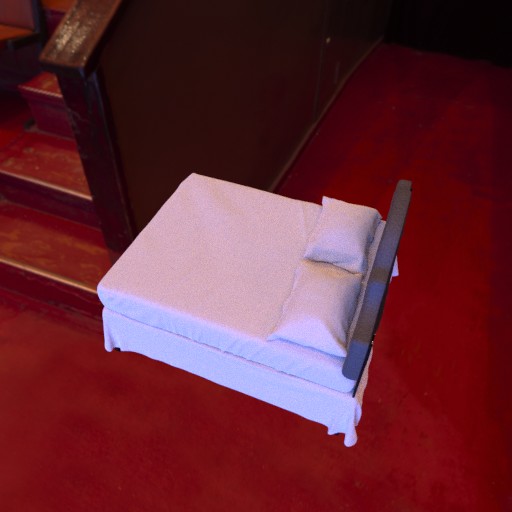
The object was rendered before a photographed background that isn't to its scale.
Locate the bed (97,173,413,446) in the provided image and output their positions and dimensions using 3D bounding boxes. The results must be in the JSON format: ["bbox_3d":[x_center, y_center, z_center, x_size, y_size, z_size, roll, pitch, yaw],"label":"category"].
[{"bbox_3d":[0.000,0.000,3.472,2.222,1.634,1.780,16,49,15],"label":"bed"}]
